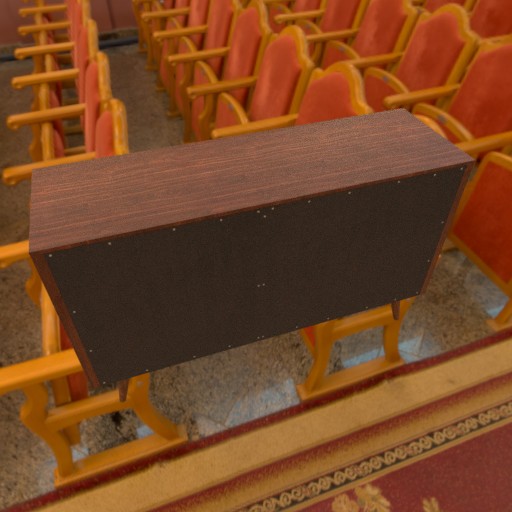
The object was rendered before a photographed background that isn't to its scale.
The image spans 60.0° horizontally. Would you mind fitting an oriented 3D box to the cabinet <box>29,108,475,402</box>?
[{"bbox_3d":[0.000,0.000,1.971,1.575,0.940,0.505,-13,44,-14],"label":"cabinet"}]
